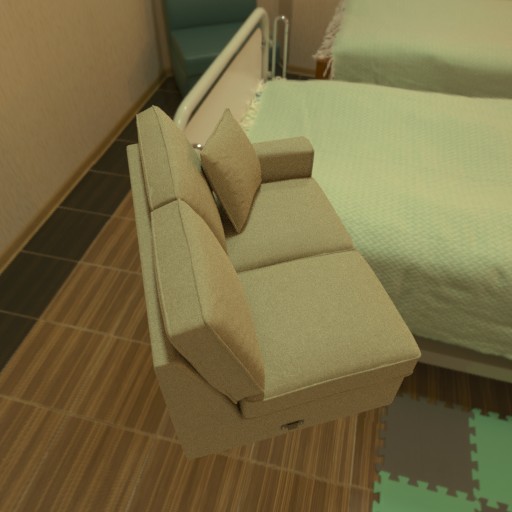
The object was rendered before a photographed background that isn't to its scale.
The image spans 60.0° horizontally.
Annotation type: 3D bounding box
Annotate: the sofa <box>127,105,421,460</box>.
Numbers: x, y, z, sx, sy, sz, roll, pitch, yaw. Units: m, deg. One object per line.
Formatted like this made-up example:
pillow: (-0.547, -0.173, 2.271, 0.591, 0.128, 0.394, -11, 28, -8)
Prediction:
sofa: (0.000, 0.000, 2.063, 0.991, 0.989, 1.388, -11, 48, -10)
